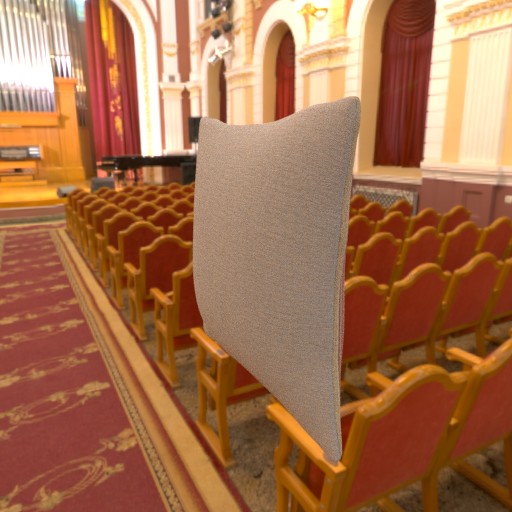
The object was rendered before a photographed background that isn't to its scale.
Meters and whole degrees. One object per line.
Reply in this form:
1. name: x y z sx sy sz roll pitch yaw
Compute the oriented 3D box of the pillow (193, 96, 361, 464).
1. pillow: 0.000 0.000 0.662 0.136 0.419 0.437 -7 16 -26
